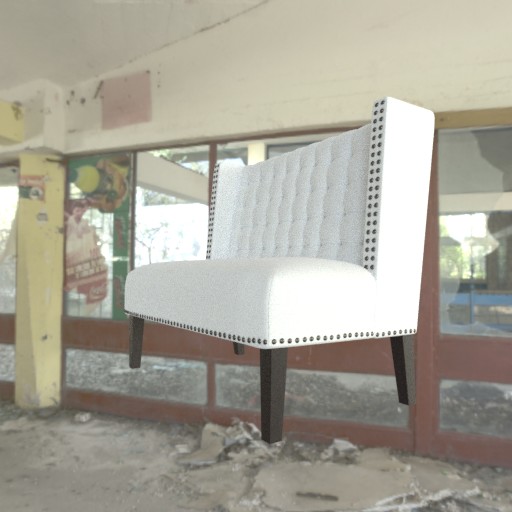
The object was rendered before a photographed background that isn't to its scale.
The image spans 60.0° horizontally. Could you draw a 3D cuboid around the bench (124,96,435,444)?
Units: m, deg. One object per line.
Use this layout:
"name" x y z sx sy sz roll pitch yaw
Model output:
"bench" 0.000 0.000 1.998 0.847 1.123 1.280 1 -2 -35
